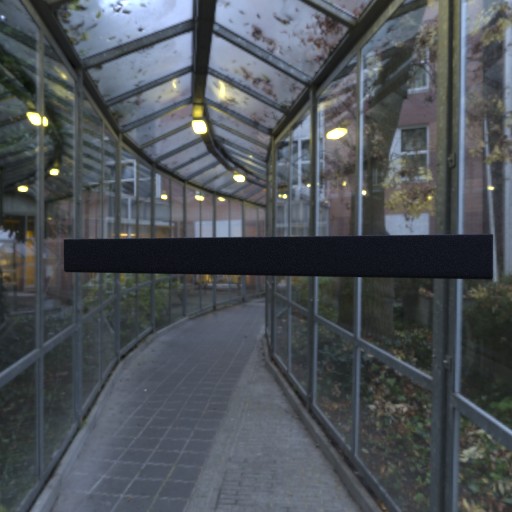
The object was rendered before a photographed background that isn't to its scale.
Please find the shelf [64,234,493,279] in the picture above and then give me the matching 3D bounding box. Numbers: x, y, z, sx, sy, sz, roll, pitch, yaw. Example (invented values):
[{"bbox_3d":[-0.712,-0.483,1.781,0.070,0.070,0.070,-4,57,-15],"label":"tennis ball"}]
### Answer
[{"bbox_3d":[0.000,0.000,0.650,0.605,0.053,0.102,0,0,18],"label":"shelf"}]
